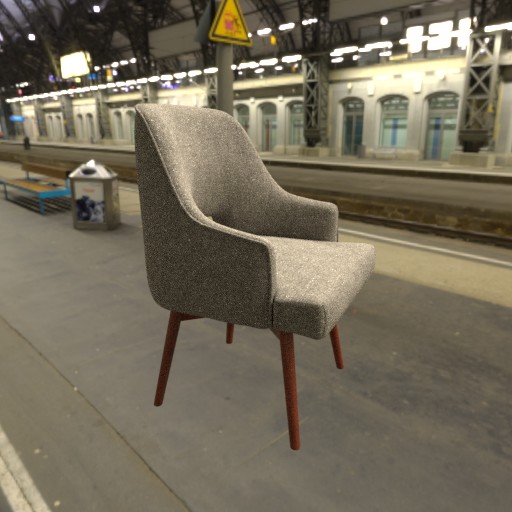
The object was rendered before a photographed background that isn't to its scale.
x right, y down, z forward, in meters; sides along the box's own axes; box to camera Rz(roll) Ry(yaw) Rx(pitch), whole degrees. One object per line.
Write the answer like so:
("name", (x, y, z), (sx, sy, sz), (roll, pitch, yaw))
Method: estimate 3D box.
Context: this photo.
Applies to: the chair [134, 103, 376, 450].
("chair", (0.000, 0.000, 1.328), (0.629, 0.875, 0.608), (7, 17, 24))
